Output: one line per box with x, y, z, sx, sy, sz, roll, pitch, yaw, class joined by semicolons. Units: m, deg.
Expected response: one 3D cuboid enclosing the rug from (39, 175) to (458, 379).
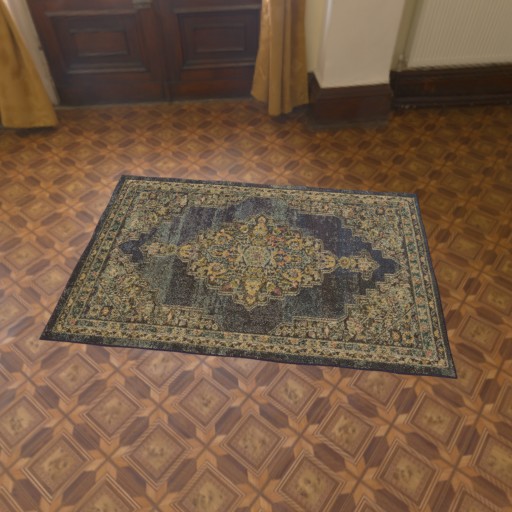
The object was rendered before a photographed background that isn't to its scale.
0.000;0.000;2.261;1.781;0.012;1.184;4;48;4;rug
